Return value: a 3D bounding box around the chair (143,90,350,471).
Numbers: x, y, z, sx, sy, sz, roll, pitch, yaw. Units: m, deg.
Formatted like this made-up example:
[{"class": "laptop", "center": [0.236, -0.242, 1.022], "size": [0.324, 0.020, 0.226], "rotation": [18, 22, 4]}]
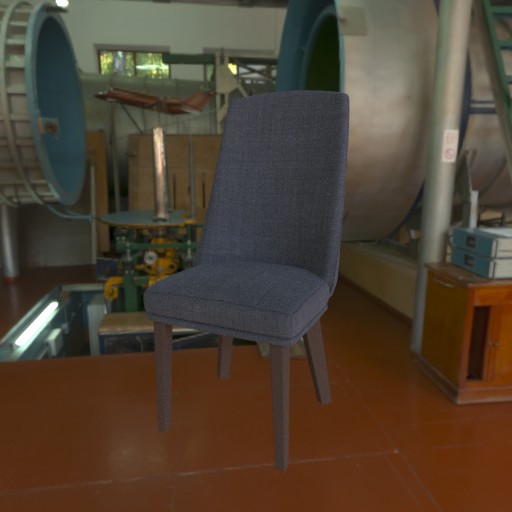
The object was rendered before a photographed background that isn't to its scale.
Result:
[{"class": "chair", "center": [0.000, 0.000, 1.398], "size": [0.510, 1.050, 0.577], "rotation": [6, 14, 25]}]
